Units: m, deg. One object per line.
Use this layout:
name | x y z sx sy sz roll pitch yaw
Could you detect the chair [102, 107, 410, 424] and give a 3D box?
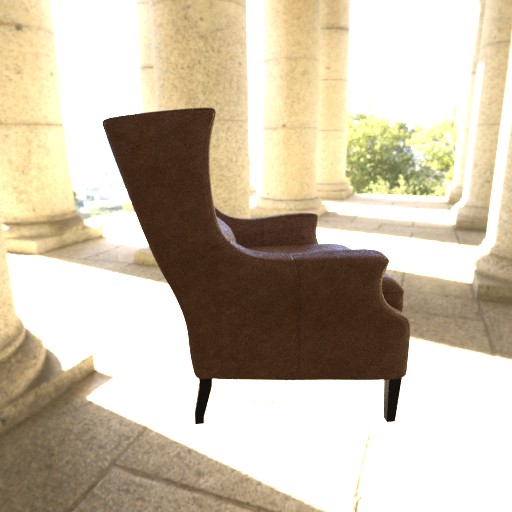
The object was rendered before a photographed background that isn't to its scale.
chair | 0.000 0.000 1.671 0.926 1.016 0.853 -2 15 -8
